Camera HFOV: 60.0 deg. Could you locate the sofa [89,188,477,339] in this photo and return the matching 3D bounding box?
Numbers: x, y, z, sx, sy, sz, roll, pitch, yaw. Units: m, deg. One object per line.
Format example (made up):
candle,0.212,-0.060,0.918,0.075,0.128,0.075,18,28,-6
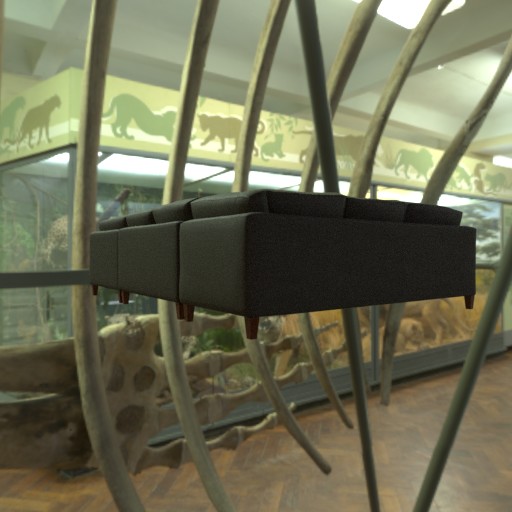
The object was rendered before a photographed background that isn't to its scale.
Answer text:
sofa,0.000,0.000,4.721,2.594,0.961,3.460,0,1,-35
